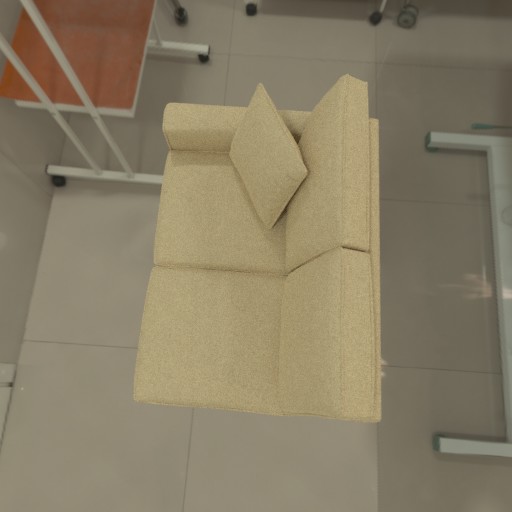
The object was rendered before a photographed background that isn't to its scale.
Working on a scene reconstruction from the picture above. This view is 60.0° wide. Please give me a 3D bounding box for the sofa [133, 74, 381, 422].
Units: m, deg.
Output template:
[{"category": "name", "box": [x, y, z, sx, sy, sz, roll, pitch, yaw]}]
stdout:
[{"category": "sofa", "box": [0.000, 0.000, 2.067, 0.991, 0.989, 1.388, 4, 74, 1]}]
